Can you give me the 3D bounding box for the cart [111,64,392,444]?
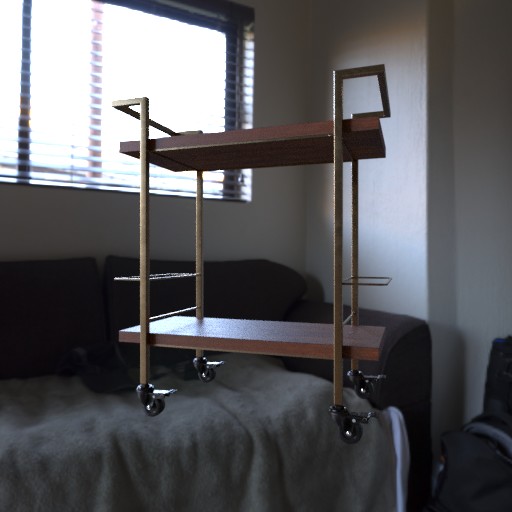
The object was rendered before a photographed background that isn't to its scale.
[{"bbox_3d":[0.000,0.000,1.198,0.695,0.807,0.364,0,0,19],"label":"cart"}]
